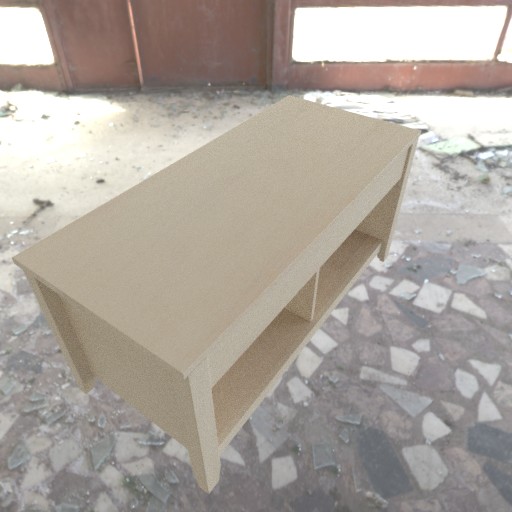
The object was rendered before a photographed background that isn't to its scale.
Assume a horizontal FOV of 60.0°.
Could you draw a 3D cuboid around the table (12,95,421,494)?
[{"bbox_3d":[0.000,0.000,1.242,0.457,0.483,1.016,25,47,26],"label":"table"}]
